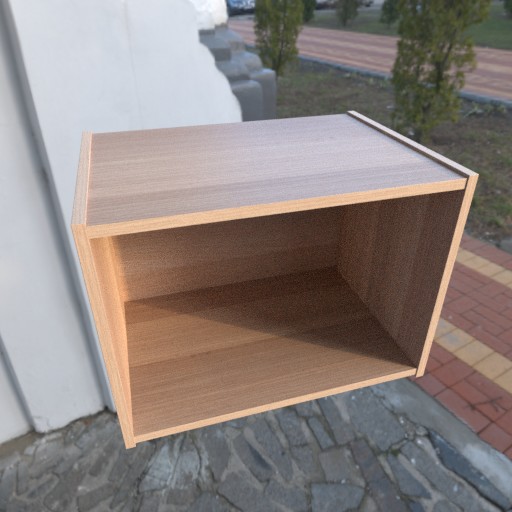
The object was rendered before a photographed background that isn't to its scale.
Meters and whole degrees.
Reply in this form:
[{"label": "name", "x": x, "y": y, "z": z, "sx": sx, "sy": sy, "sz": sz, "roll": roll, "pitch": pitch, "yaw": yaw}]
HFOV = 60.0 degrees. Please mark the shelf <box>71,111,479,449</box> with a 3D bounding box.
[{"label": "shelf", "x": 0.000, "y": 0.000, "z": 0.624, "sx": 0.415, "sy": 0.305, "sz": 0.290, "roll": -9, "pitch": 33, "yaw": -14}]
